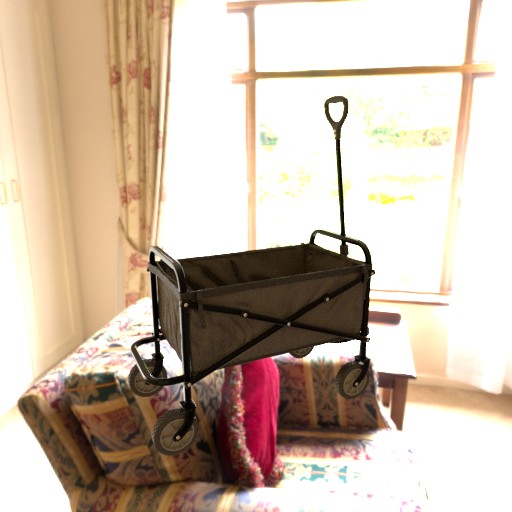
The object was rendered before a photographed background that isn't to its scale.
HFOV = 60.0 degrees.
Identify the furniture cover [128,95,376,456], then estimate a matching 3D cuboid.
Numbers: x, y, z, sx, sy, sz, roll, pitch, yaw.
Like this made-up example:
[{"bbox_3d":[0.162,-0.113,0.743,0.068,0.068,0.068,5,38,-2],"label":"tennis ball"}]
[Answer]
[{"bbox_3d":[0.000,0.000,1.850,1.038,1.295,0.532,-7,16,-26],"label":"furniture cover"}]
